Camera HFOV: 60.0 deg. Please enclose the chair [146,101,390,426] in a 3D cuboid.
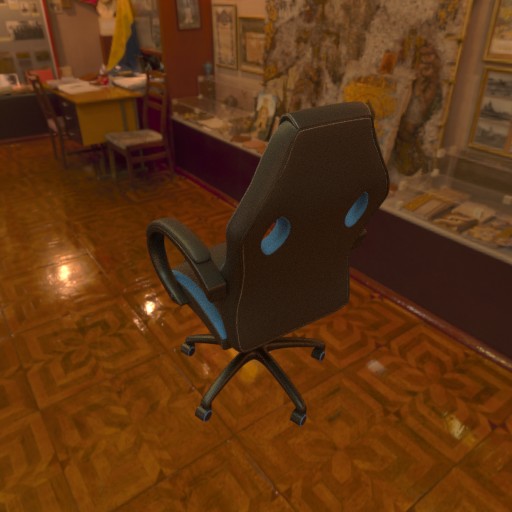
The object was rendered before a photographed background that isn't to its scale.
[{"bbox_3d":[0.000,0.000,1.646,0.673,1.187,0.724,-19,35,-29],"label":"chair"}]
